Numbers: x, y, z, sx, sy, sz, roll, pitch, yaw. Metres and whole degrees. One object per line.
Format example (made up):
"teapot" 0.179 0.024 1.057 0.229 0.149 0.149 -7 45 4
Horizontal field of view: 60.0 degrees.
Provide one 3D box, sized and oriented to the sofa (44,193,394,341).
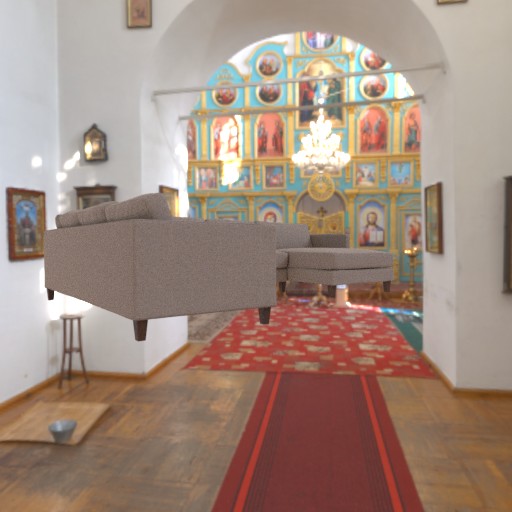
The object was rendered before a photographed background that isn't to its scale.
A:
"sofa" 0.000 0.000 4.409 3.438 0.865 2.424 -1 2 -36
